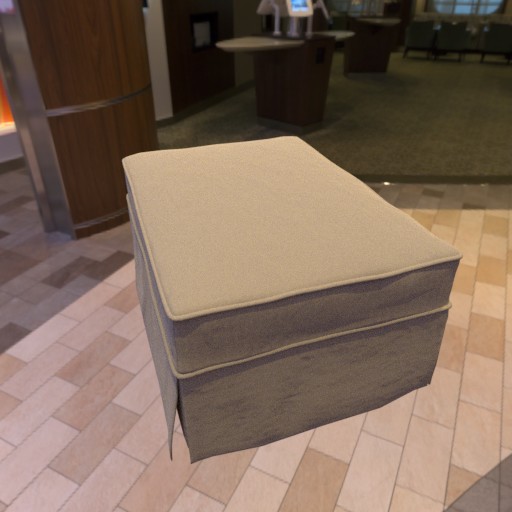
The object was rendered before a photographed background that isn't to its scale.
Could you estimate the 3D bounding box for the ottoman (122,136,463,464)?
[{"bbox_3d":[0.000,0.000,1.309,0.703,0.479,0.944,-11,33,-17],"label":"ottoman"}]
